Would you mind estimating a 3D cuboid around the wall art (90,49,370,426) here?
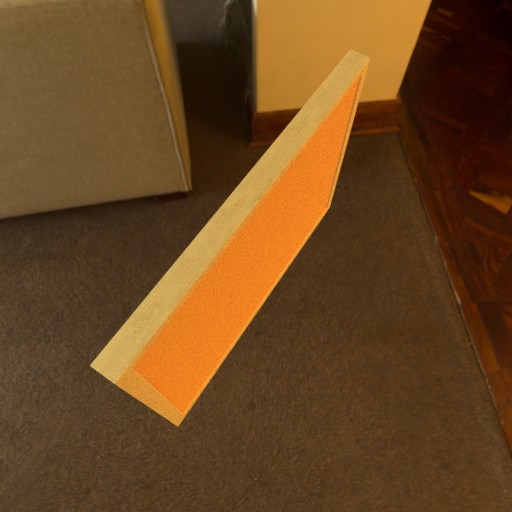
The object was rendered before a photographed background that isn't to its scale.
[{"bbox_3d":[0.000,0.000,0.691,0.032,0.380,0.532,30,67,14],"label":"wall art"}]
